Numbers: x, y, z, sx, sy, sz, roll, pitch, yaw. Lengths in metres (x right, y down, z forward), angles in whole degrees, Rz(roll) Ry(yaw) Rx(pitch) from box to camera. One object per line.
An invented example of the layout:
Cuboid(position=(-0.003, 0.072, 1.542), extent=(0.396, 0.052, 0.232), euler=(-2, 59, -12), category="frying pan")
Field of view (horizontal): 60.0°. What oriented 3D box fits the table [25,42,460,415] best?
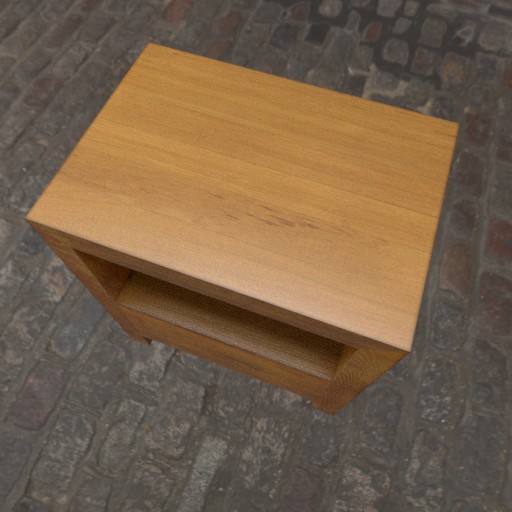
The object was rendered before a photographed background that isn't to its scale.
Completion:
Cuboid(position=(0.000, 0.000, 0.937), extent=(0.550, 0.605, 0.400), euler=(18, 65, 9), category="table")
